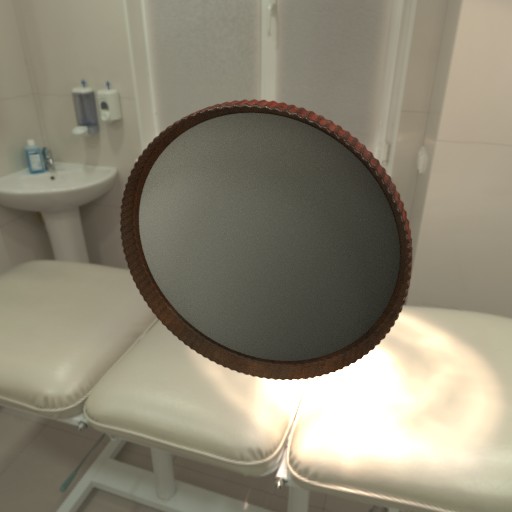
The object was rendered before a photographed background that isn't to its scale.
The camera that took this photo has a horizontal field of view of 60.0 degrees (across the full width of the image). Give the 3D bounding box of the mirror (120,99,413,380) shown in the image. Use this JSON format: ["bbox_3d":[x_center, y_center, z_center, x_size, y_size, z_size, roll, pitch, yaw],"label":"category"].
[{"bbox_3d":[0.000,0.000,0.916,0.609,0.609,0.056,9,29,16],"label":"mirror"}]
